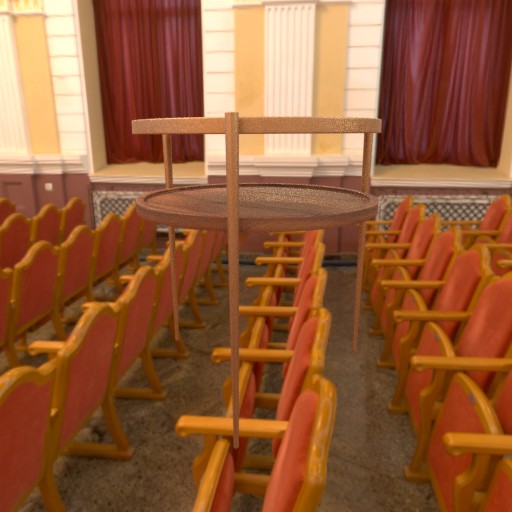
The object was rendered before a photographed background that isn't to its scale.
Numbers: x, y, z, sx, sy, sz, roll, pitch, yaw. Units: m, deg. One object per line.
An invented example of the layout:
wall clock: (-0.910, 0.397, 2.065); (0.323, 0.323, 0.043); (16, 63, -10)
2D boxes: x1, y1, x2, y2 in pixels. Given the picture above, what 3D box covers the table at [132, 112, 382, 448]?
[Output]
table: (0.000, 0.000, 0.828); (0.430, 0.493, 0.456); (2, 16, 8)
